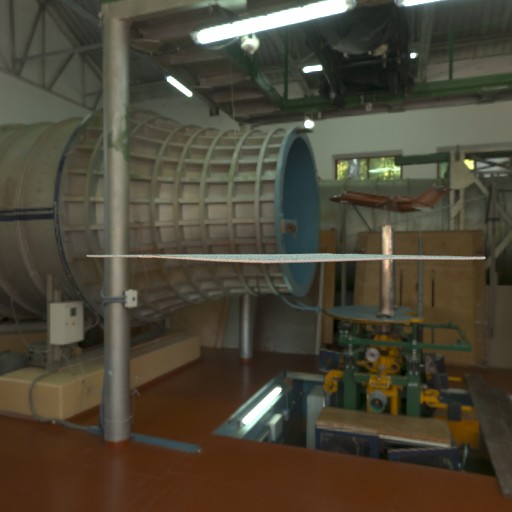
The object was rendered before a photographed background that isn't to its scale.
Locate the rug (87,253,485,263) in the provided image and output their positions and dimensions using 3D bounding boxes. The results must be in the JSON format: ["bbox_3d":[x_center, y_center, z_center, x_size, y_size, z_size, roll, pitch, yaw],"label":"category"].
[{"bbox_3d":[0.000,0.000,2.988,1.593,0.029,2.305,0,1,-36],"label":"rug"}]
